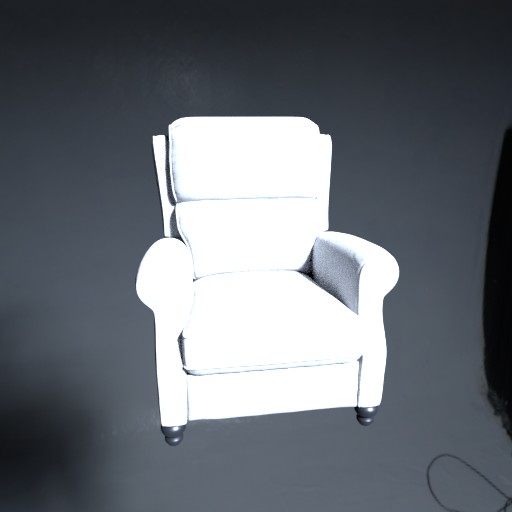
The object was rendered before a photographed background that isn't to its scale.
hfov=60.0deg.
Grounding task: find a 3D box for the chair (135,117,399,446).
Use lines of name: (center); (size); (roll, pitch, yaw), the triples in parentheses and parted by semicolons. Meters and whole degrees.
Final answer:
chair: (0.000, 0.000, 1.755); (0.859, 1.046, 0.919); (-3, 18, -8)
